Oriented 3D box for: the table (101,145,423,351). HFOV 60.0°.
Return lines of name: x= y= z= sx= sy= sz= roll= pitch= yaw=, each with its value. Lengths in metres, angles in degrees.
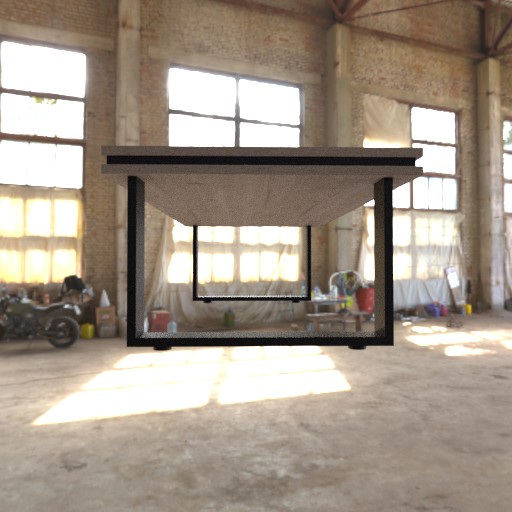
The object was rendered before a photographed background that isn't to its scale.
table: x=0.000 y=0.000 z=1.633 sx=0.700 sy=0.450 sz=1.350 roll=0 pitch=-1 yaw=-1
